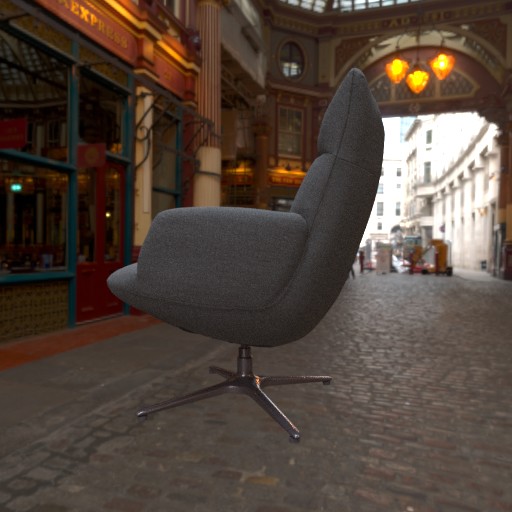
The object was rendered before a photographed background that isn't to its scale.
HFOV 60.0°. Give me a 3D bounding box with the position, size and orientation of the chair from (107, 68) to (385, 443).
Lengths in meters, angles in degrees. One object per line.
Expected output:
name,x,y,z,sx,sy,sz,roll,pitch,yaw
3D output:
chair,0.000,0.000,1.493,0.831,0.984,0.702,0,1,19
